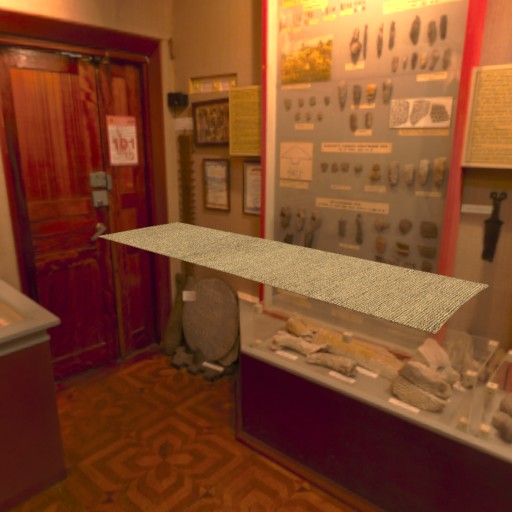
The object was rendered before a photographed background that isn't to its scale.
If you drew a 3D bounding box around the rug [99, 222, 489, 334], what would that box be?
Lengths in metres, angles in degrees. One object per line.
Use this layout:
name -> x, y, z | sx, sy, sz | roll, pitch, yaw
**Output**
rug -> 0.000, 0.000, 2.569 | 2.335, 0.013, 0.697 | 13, 20, 40
